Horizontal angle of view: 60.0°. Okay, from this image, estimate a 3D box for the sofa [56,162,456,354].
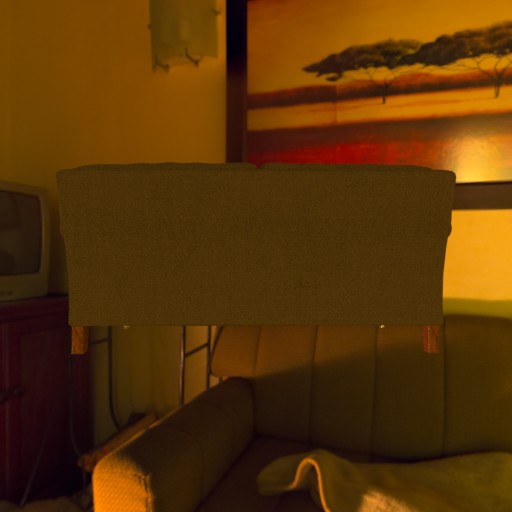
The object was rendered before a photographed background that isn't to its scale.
[{"bbox_3d":[0.000,0.000,2.836,2.165,1.087,1.086,0,0,-1],"label":"sofa"}]
